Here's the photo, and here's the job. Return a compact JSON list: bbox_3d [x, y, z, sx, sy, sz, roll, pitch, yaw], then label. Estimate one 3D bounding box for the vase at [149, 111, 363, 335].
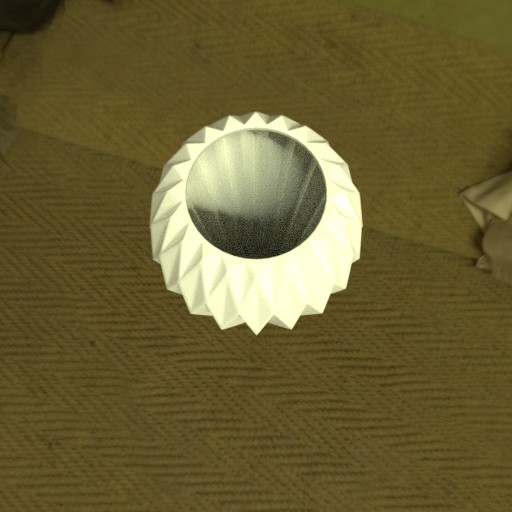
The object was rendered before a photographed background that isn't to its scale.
[{"bbox_3d":[0.000,0.000,0.347,0.133,0.263,0.133,0,76,0],"label":"vase"}]
